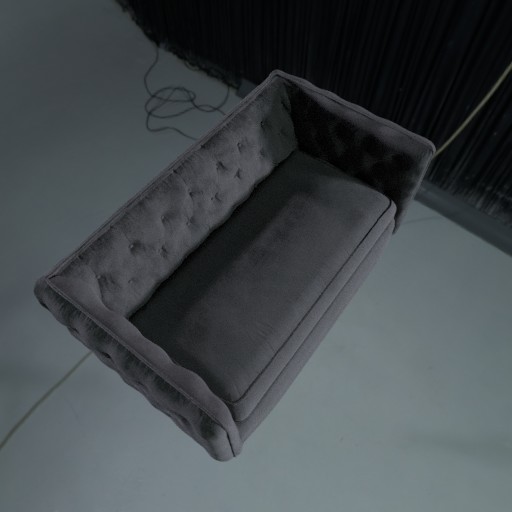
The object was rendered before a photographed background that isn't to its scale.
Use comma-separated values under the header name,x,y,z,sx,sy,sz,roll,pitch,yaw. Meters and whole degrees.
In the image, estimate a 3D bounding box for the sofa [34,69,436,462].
name,x,y,z,sx,sy,sz,roll,pitch,yaw
sofa,0.000,0.000,2.095,0.909,0.810,1.583,33,64,18
